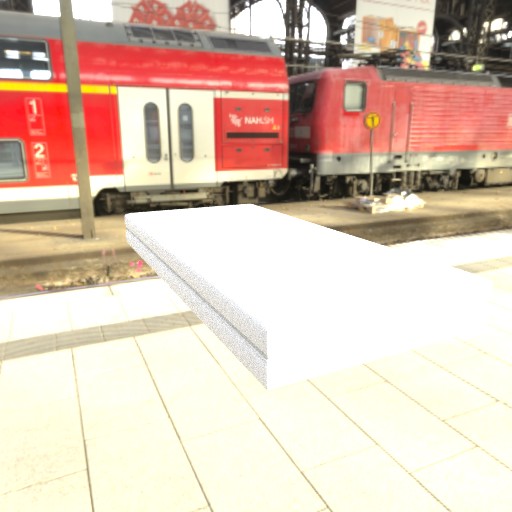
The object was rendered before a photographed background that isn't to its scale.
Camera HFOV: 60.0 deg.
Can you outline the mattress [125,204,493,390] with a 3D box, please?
[{"bbox_3d":[0.000,0.000,2.184,0.900,0.200,1.900,-8,17,-26],"label":"mattress"}]
